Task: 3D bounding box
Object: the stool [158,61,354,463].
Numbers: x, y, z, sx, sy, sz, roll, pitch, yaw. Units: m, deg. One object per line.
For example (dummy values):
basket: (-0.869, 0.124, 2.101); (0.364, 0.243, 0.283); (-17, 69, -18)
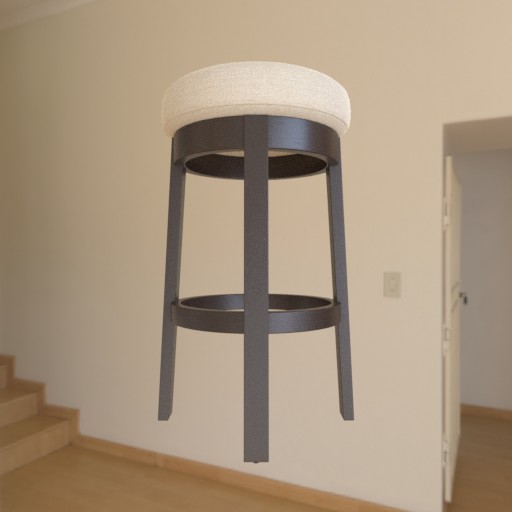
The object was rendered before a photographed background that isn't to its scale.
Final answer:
stool: (0.000, 0.000, 1.027); (0.446, 0.758, 0.446); (0, 0, 0)
